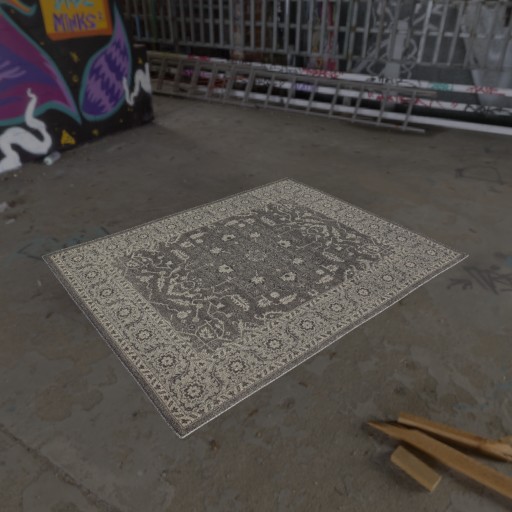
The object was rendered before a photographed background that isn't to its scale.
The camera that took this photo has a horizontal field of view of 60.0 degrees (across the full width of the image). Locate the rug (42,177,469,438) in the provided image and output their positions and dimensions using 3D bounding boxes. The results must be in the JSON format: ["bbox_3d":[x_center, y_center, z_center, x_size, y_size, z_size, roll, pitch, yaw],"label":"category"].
[{"bbox_3d":[0.000,0.000,4.059,3.069,0.026,2.451,-23,39,-32],"label":"rug"}]
